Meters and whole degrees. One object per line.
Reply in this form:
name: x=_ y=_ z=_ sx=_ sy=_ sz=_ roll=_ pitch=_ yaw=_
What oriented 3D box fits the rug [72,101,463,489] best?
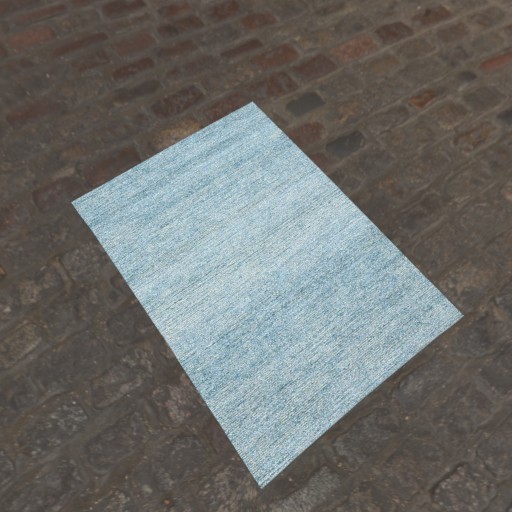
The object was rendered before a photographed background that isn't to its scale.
rug: x=0.000 y=0.000 z=2.974 sx=1.611 sy=0.026 sz=2.260 roll=-34 pitch=69 yaw=-15
